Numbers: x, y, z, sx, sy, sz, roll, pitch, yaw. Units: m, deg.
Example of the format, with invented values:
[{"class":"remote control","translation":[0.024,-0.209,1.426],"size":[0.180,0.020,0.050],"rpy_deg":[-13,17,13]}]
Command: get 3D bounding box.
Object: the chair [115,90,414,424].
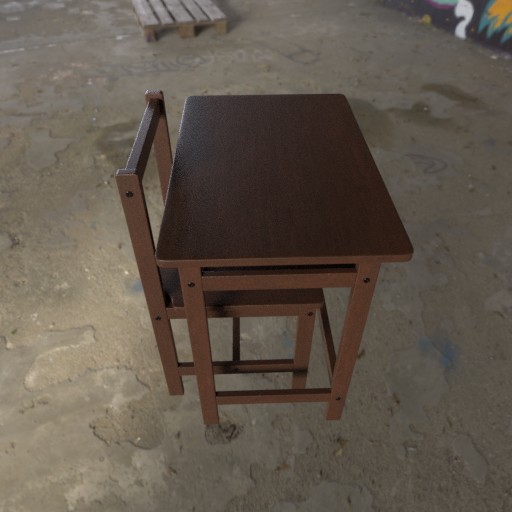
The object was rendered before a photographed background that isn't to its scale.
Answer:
[{"class":"chair","translation":[0.000,0.000,1.062],"size":[0.463,0.673,0.599],"rpy_deg":[-1,42,-1]}]
